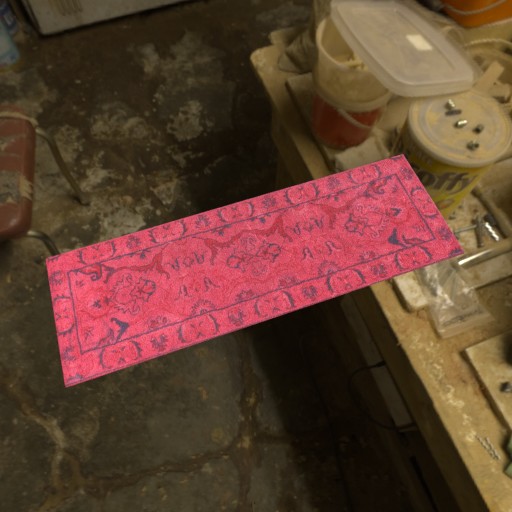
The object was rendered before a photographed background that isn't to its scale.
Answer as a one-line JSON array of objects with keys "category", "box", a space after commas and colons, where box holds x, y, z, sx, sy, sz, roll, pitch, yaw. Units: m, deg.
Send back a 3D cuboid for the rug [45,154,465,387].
[{"category": "rug", "box": [0.000, 0.000, 2.714, 2.439, 0.018, 0.813, -17, 65, -9]}]
